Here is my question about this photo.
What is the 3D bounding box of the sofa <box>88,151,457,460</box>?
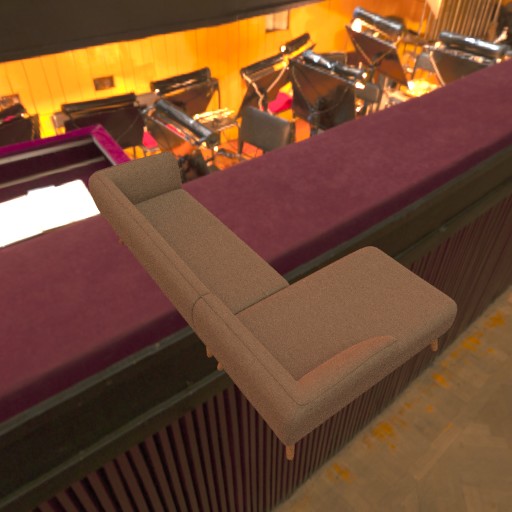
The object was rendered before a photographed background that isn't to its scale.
[{"bbox_3d":[0.000,0.000,3.328,1.532,0.693,2.653,-25,46,-26],"label":"sofa"}]
